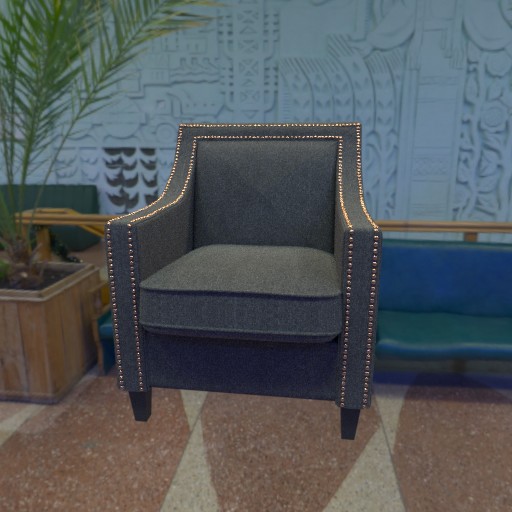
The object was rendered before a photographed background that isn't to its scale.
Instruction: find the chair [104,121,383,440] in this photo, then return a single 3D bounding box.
[{"bbox_3d":[0.000,0.000,1.603,0.776,0.967,0.884,2,14,8],"label":"chair"}]
